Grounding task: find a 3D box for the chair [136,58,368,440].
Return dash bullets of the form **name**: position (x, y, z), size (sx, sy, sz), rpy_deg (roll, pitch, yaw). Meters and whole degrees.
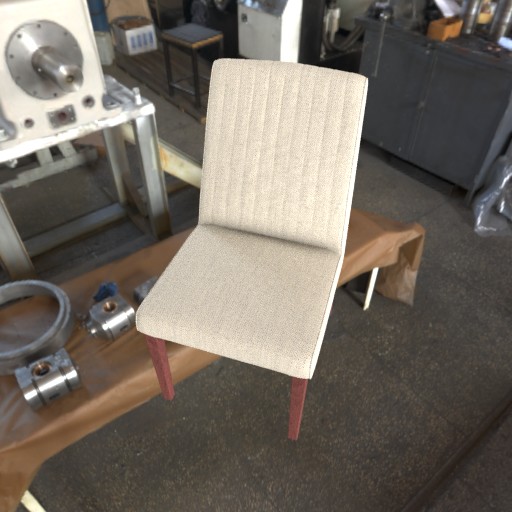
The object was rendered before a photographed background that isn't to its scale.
- **chair**: position (0.000, 0.000, 1.274), size (0.480, 0.900, 0.594), rpy_deg (13, 44, 13)
